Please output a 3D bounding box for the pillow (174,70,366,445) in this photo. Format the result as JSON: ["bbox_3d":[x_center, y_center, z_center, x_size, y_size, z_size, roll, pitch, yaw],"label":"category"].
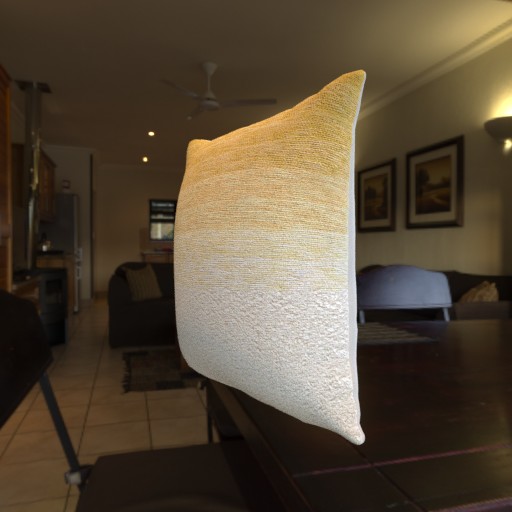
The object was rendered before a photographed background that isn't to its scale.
[{"bbox_3d":[0.000,0.000,0.705,0.211,0.450,0.450,-1,1,-35],"label":"pillow"}]
